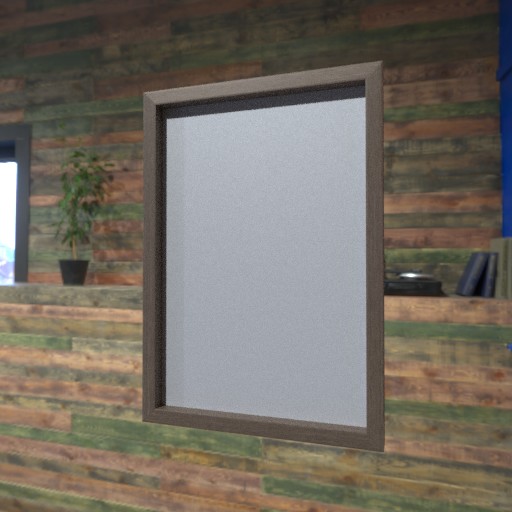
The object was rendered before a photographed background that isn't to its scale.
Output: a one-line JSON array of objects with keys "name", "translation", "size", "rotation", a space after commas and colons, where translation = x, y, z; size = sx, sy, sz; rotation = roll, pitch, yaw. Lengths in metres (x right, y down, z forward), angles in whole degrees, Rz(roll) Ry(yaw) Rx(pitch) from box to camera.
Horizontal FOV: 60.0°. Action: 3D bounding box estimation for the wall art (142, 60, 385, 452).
[{"name": "wall art", "translation": [0.000, 0.000, 0.646], "size": [0.358, 0.510, 0.032], "rotation": [0, -1, 18]}]
